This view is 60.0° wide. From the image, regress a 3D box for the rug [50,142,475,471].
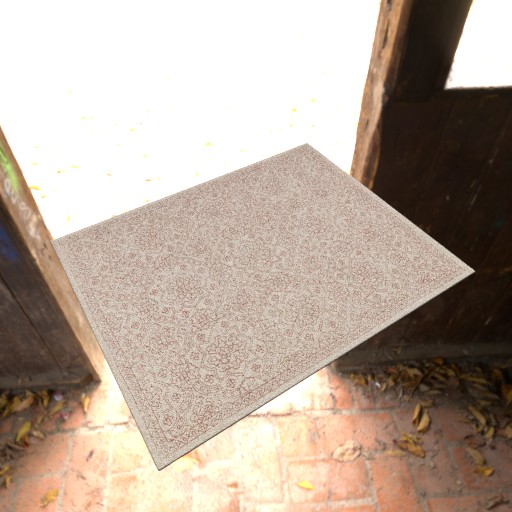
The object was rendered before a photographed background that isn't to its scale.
[{"bbox_3d":[0.000,0.000,4.054,3.050,0.015,2.441,-25,52,-22],"label":"rug"}]
